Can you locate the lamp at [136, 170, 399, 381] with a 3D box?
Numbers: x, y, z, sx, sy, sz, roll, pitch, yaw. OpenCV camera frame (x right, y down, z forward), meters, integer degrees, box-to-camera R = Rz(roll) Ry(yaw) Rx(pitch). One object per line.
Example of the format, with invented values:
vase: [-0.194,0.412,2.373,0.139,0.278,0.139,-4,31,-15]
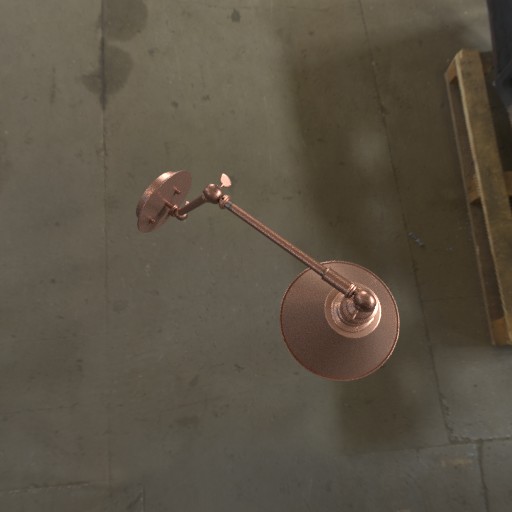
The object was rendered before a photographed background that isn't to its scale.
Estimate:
lamp: [0.000,0.000,0.879,0.624,0.502,0.223,38,78,9]
